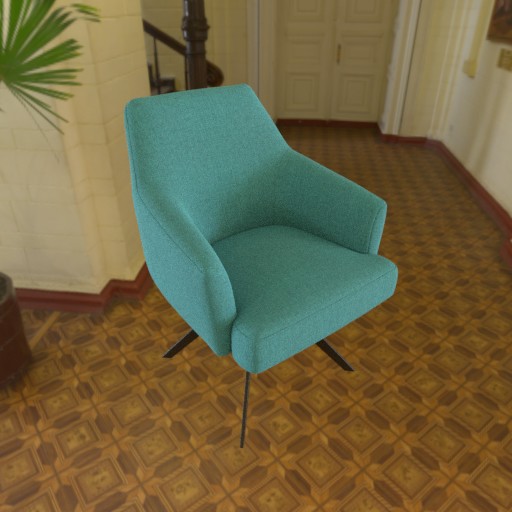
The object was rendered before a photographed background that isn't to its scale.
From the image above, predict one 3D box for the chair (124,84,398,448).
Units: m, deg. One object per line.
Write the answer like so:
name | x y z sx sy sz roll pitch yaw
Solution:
chair | 0.000 0.000 1.343 0.642 0.874 0.677 -22 37 -32
